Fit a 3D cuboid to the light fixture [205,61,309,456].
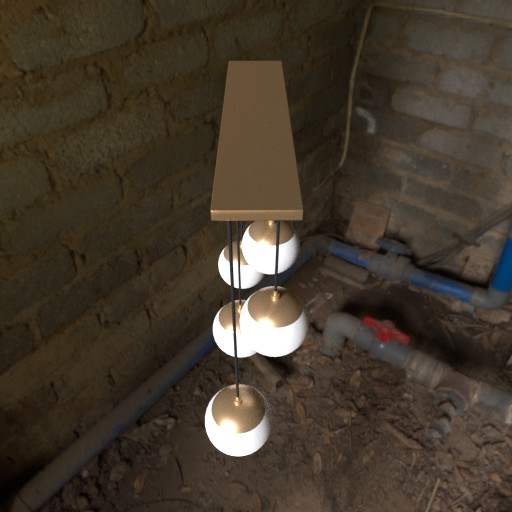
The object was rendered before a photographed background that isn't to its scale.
[{"bbox_3d":[0.000,0.000,1.316,0.299,0.869,0.863,0,41,0],"label":"light fixture"}]
